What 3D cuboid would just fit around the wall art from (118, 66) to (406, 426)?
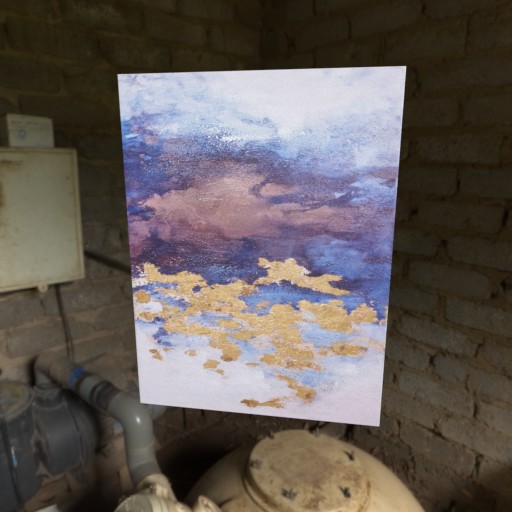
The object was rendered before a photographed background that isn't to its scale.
[{"bbox_3d":[0.000,0.000,0.749,0.437,0.581,0.036,2,14,9],"label":"wall art"}]
